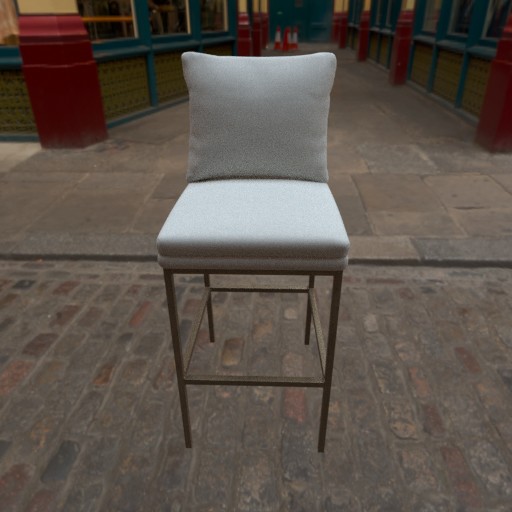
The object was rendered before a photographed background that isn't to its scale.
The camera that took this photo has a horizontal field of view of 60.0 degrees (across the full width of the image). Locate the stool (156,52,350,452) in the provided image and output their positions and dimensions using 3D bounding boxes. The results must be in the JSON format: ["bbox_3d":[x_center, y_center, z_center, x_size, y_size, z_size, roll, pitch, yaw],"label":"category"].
[{"bbox_3d":[0.000,0.000,1.378,0.463,1.125,0.572,1,30,2],"label":"stool"}]
